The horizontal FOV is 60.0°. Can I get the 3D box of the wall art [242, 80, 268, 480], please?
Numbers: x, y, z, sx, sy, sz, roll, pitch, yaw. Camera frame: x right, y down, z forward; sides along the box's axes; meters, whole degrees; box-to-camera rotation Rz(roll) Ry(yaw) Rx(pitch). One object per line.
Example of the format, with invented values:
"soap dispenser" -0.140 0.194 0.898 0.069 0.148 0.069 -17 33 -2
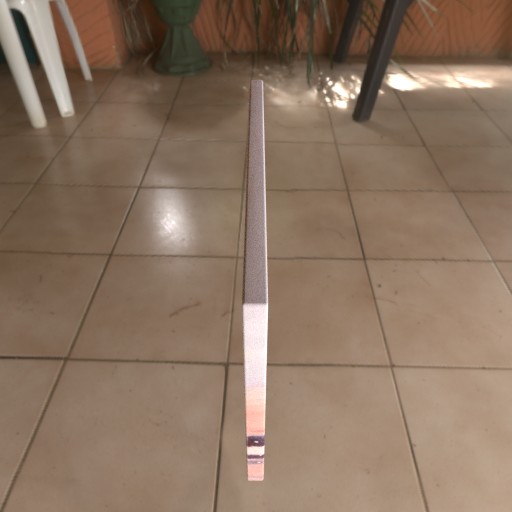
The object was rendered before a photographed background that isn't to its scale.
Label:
"wall art" 0.000 0.000 1.186 0.038 0.609 0.913 0 41 0
